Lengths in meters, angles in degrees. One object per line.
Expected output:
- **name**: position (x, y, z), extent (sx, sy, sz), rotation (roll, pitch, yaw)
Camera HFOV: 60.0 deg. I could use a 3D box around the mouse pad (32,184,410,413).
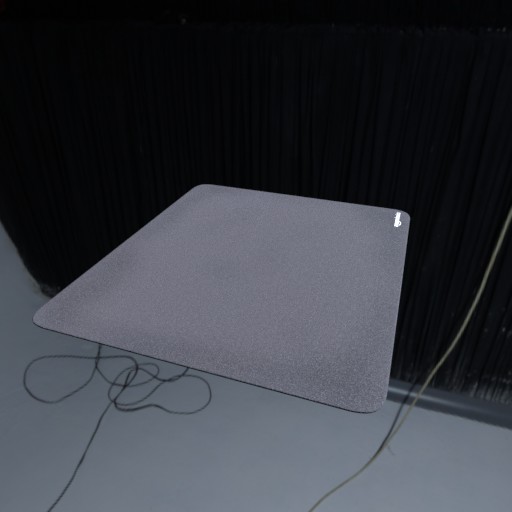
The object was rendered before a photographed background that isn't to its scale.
- **mouse pad**: position (0.000, 0.000, 0.620), extent (0.393, 0.002, 0.451), rotation (10, 32, 17)
